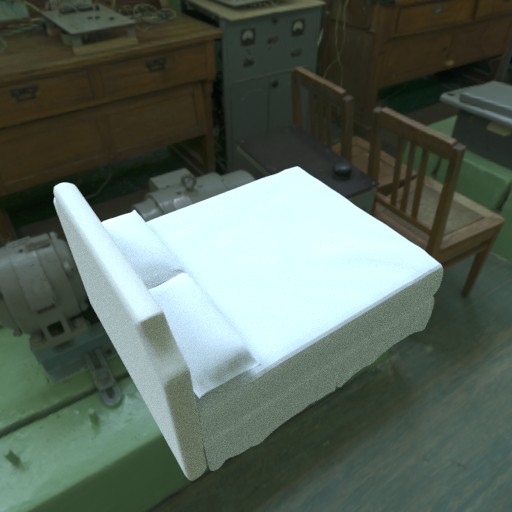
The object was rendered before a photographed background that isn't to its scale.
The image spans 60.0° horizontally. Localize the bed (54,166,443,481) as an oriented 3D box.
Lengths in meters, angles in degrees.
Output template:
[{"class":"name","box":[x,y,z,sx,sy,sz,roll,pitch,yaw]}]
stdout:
[{"class":"bed","box":[0.000,0.000,3.777,2.548,1.524,2.134,-25,48,-25]}]
